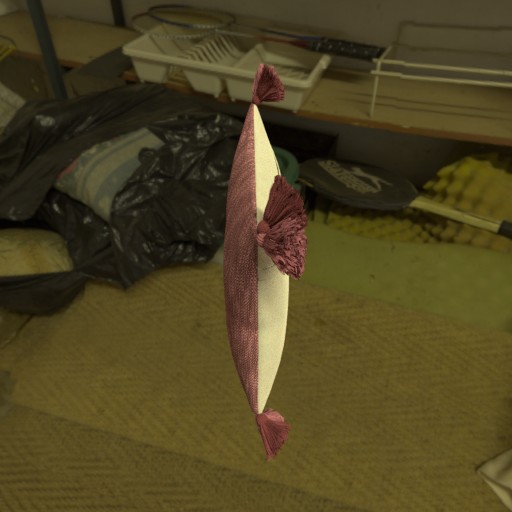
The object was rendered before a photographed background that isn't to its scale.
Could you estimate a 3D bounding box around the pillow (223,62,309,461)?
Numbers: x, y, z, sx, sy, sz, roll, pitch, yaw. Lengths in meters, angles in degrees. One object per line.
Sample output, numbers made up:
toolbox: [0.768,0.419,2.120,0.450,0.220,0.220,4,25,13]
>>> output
pillow: [0.000,0.000,0.954,0.138,0.659,0.641,-1,42,-1]
